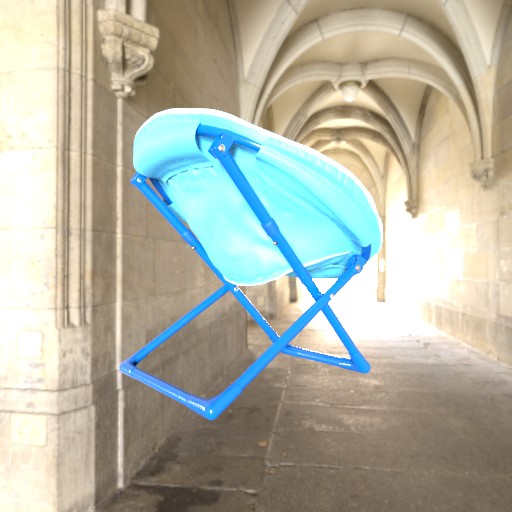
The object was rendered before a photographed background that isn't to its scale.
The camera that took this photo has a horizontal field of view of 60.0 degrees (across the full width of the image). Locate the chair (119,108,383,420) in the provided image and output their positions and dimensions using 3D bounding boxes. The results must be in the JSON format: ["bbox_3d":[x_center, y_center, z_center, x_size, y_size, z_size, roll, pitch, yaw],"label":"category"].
[{"bbox_3d":[0.000,0.000,0.899,0.465,0.478,0.520,1,-1,-37],"label":"chair"}]
